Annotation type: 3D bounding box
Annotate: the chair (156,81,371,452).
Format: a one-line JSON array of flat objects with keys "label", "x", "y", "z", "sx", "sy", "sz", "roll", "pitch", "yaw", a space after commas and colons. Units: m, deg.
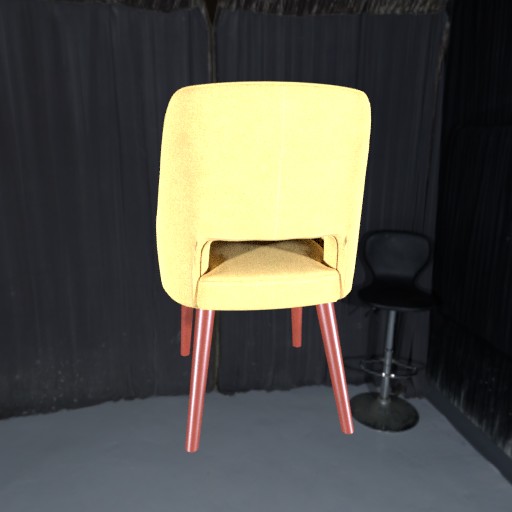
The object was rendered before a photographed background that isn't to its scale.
[{"label": "chair", "x": 0.000, "y": 0.000, "z": 1.255, "sx": 0.548, "sy": 0.849, "sz": 0.605, "roll": -2, "pitch": 14, "yaw": -10}]
